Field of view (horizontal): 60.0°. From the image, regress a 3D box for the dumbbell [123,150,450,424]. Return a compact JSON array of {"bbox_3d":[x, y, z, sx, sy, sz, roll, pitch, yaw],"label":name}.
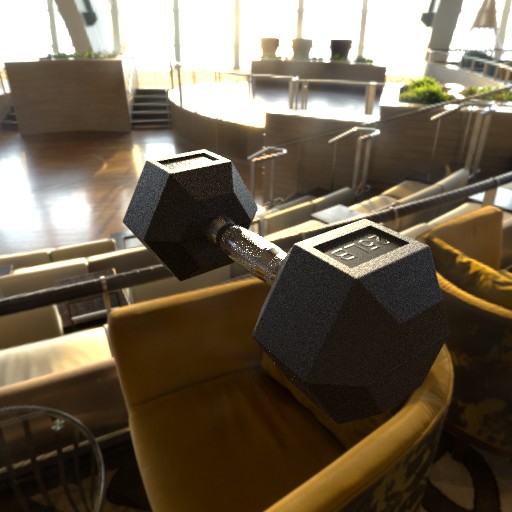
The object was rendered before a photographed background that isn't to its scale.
[{"bbox_3d":[0.000,0.000,0.376,0.129,0.113,0.315,-19,34,-31],"label":"dumbbell"}]
